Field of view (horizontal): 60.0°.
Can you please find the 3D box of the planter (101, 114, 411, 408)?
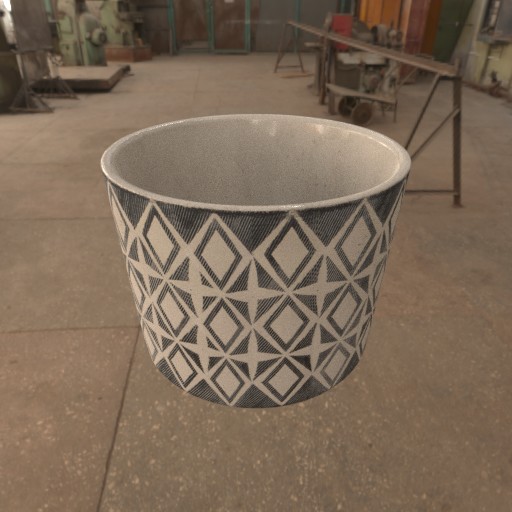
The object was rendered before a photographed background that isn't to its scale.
[{"bbox_3d":[0.000,0.000,0.442,0.260,0.220,0.260,0,30,0],"label":"planter"}]
